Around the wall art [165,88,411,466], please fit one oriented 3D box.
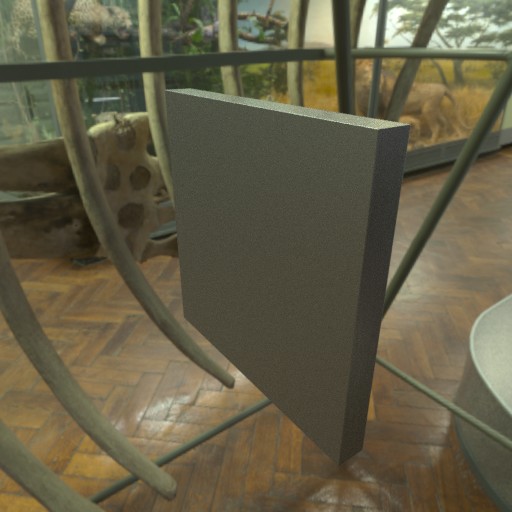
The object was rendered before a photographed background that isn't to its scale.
[{"bbox_3d":[0.000,0.000,0.531,0.038,0.350,0.350,-18,31,-32],"label":"wall art"}]
